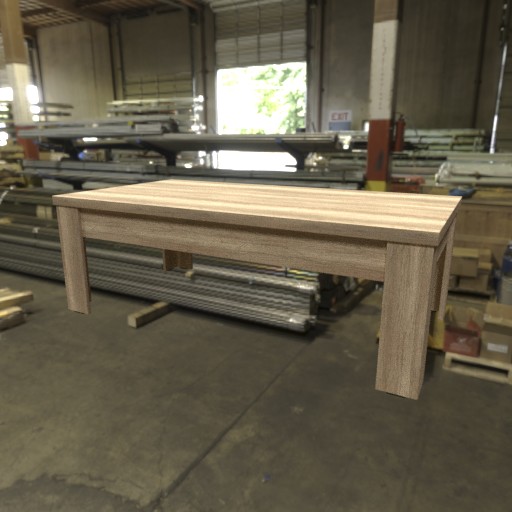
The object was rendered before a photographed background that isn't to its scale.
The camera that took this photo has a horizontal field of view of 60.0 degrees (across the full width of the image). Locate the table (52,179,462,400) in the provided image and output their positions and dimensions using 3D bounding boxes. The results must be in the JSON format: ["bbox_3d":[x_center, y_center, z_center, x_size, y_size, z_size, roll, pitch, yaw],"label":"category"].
[{"bbox_3d":[0.000,0.000,1.704,1.350,0.460,0.700,8,17,27],"label":"table"}]
